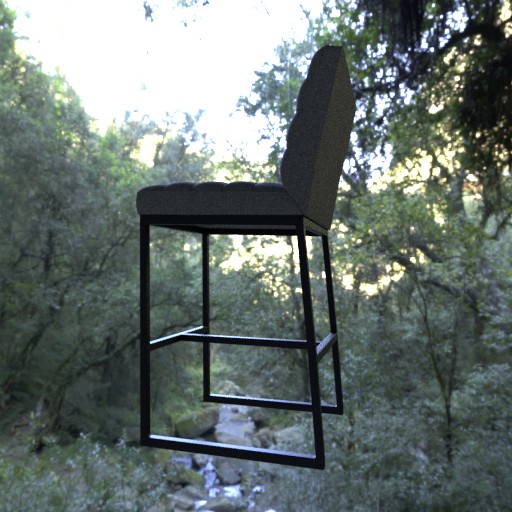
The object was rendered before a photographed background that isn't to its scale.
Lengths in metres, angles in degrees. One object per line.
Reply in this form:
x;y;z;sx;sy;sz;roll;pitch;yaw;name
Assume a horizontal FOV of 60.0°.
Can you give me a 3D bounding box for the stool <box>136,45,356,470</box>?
0.000;0.000;1.343;0.571;1.034;0.459;-1;-2;17;stool
